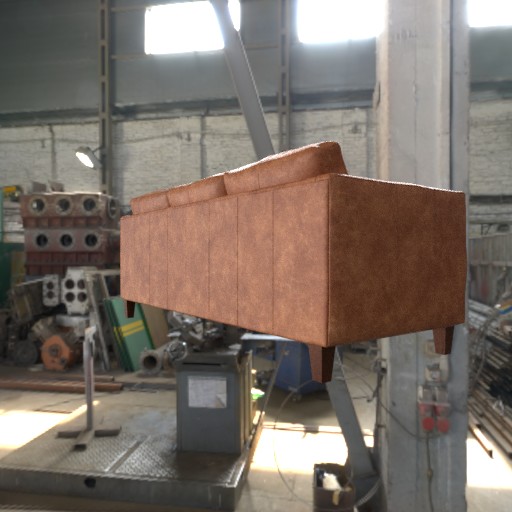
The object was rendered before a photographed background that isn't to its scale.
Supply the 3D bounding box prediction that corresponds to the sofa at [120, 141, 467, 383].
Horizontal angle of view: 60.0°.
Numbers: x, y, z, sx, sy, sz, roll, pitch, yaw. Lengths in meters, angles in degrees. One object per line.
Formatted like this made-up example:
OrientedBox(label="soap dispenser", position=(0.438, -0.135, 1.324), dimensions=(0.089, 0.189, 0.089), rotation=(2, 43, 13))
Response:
OrientedBox(label="sofa", position=(0.000, 0.000, 2.979), dimensions=(1.045, 1.006, 2.464), rotation=(0, 0, -35))
